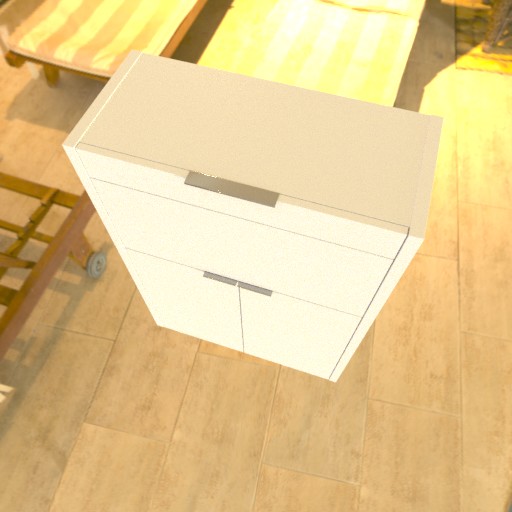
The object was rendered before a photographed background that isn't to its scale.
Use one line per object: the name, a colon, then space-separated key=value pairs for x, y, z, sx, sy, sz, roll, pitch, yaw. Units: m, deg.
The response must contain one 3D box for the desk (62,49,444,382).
desk: x=0.000 y=0.000 z=1.584 sx=0.850 sy=1.190 sz=0.390 roll=16 pitch=61 yaw=9
